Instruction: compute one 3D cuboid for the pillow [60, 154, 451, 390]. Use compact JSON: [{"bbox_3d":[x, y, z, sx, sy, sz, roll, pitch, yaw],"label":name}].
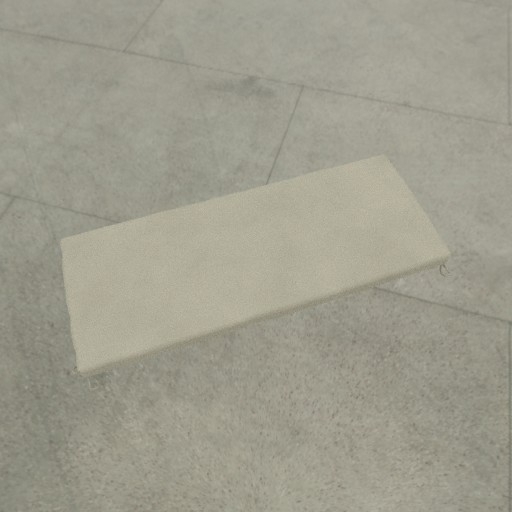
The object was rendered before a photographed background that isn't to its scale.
[{"bbox_3d":[0.000,0.000,1.392,1.187,0.081,0.492,-16,60,-10],"label":"pillow"}]
